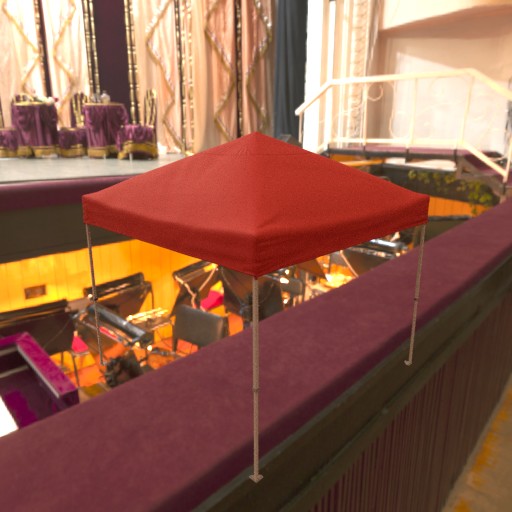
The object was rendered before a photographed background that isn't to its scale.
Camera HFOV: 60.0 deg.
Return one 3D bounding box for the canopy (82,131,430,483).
[{"bbox_3d":[0.000,0.000,5.538,2.996,2.997,2.998,15,22,43],"label":"canopy"}]
